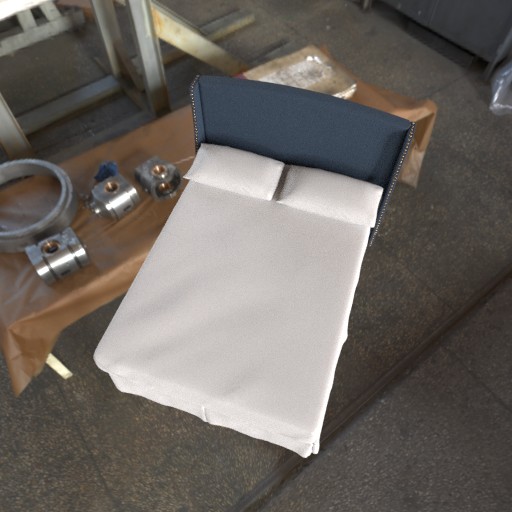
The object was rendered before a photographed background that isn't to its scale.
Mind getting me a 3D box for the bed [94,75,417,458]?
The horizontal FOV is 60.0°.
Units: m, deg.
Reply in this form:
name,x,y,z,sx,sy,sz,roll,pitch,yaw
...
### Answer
name,x,y,z,sx,sy,sz,roll,pitch,yaw
bed,0.000,0.000,3.315,1.710,1.407,2.237,16,59,10
